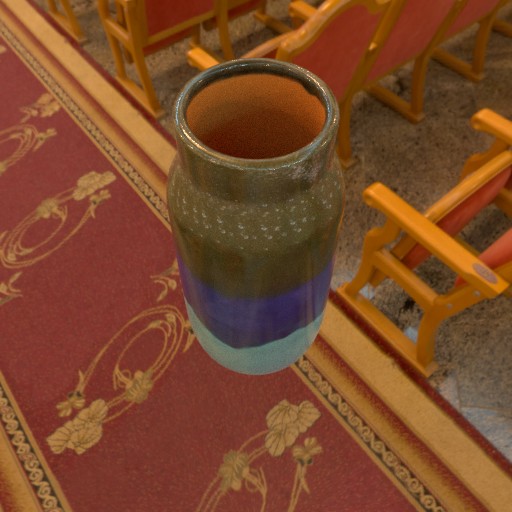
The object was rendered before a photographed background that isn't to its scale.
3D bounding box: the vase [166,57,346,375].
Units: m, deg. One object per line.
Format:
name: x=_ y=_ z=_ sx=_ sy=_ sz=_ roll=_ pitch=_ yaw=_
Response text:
vase: x=0.000 y=0.000 z=0.377 sx=0.139 sy=0.313 sz=0.139 roll=0 pitch=58 yaw=0
